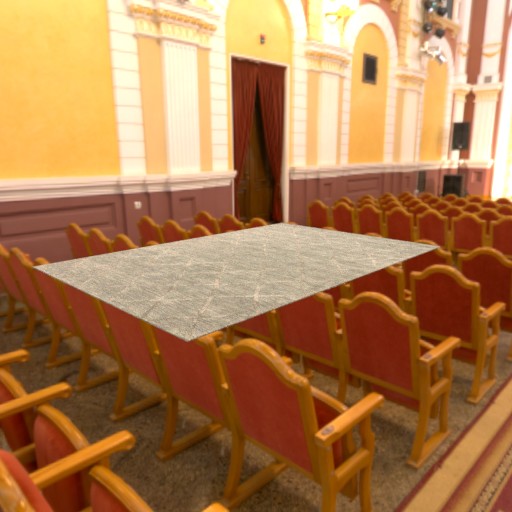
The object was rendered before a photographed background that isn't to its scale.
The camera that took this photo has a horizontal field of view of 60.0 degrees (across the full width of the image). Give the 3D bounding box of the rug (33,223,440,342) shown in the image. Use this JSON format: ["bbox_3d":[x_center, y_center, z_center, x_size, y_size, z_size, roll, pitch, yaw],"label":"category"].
[{"bbox_3d":[0.000,0.000,2.944,1.521,0.006,2.283,13,19,43],"label":"rug"}]
